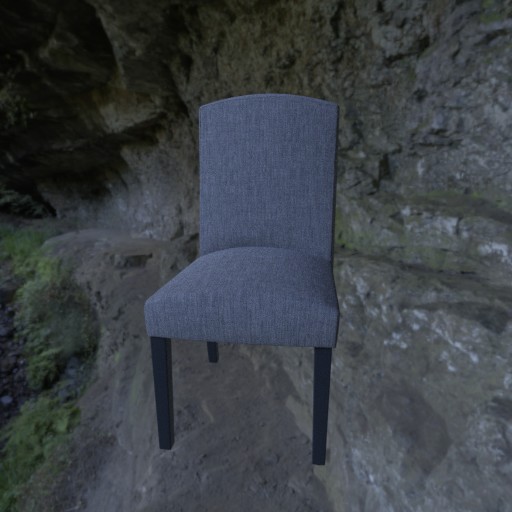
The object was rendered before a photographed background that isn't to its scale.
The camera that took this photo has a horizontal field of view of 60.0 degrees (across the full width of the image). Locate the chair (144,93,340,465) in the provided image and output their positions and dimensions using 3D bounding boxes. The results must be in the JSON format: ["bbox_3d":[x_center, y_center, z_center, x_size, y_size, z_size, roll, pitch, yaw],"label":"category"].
[{"bbox_3d":[0.000,0.000,1.243,0.451,0.917,0.580,2,14,8],"label":"chair"}]
